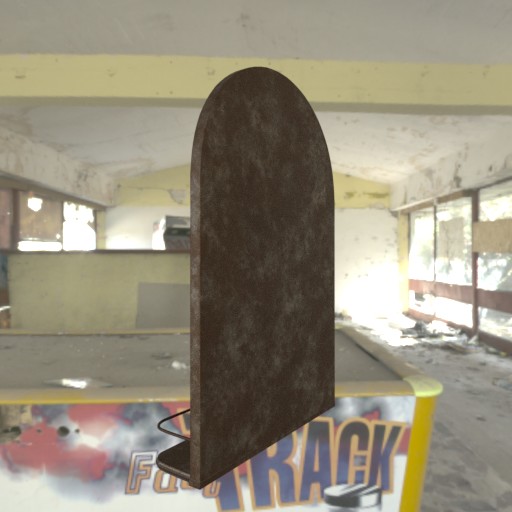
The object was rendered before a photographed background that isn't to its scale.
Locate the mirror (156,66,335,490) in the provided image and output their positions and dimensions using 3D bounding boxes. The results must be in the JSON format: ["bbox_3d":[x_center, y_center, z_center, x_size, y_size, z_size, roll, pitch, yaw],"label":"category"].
[{"bbox_3d":[0.000,0.000,0.975,0.137,0.770,0.510,0,0,36],"label":"mirror"}]
